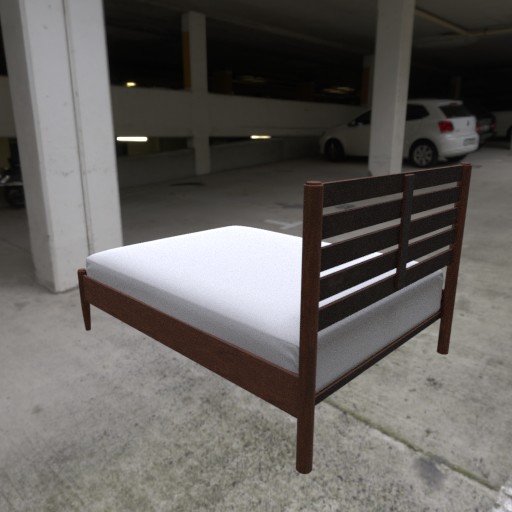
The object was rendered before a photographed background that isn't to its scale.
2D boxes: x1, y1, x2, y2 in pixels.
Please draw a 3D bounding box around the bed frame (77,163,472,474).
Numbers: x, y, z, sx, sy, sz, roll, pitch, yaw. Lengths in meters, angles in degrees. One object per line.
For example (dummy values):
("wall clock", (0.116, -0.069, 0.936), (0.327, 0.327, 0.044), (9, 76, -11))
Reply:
("bed frame", (0.000, 0.000, 3.152), (2.234, 1.321, 1.655), (15, 21, 42))
